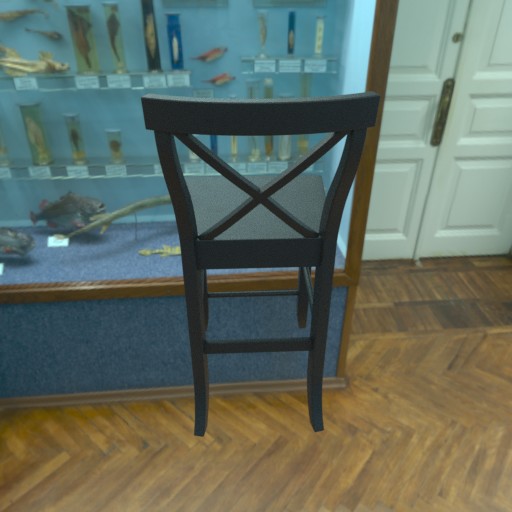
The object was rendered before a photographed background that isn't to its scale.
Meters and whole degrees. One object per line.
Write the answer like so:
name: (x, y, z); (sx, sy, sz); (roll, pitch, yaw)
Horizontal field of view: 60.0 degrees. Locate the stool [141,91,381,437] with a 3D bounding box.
stool: (0.000, 0.000, 1.279); (0.452, 0.989, 0.559); (-1, 31, -2)
